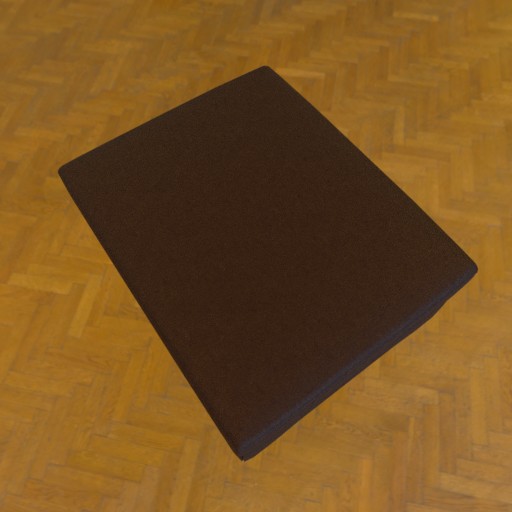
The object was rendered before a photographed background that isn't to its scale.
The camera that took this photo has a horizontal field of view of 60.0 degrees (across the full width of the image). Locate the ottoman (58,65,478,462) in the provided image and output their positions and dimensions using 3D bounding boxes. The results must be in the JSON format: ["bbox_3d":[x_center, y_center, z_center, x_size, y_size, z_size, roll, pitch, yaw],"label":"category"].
[{"bbox_3d":[0.000,0.000,1.784,0.967,0.730,1.187,-32,67,-15],"label":"ottoman"}]
